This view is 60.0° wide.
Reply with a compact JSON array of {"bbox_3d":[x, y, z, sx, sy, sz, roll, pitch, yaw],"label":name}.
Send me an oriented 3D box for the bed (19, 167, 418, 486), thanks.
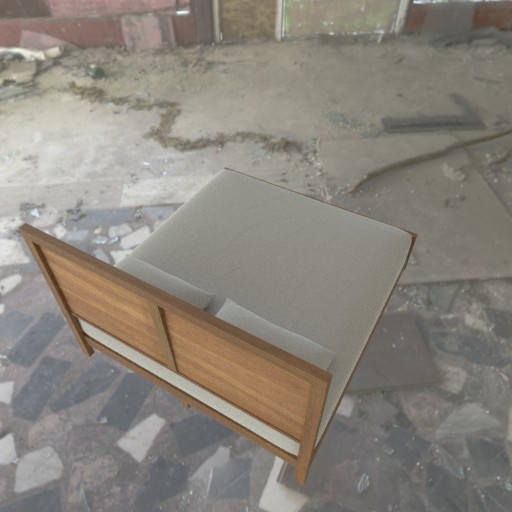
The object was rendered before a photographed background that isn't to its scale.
[{"bbox_3d":[0.000,0.000,3.443,2.003,1.387,2.184,23,50,21],"label":"bed"}]
